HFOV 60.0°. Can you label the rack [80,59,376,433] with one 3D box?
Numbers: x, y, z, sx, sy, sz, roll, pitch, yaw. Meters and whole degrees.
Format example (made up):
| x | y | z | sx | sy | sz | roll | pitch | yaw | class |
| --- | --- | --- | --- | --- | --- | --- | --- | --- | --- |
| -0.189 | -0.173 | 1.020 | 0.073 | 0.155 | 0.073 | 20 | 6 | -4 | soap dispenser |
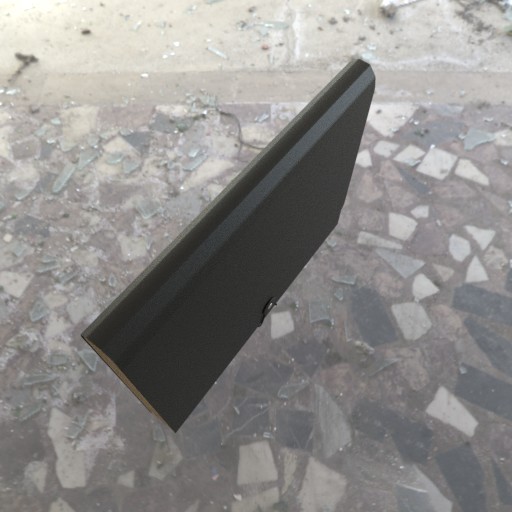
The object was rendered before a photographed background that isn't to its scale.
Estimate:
| x | y | z | sx | sy | sz | roll | pitch | yaw | class |
| --- | --- | --- | --- | --- | --- | --- | --- | --- | --- |
| 0.000 | 0.000 | 0.434 | 0.041 | 0.241 | 0.330 | 32 | 64 | 18 | rack |
